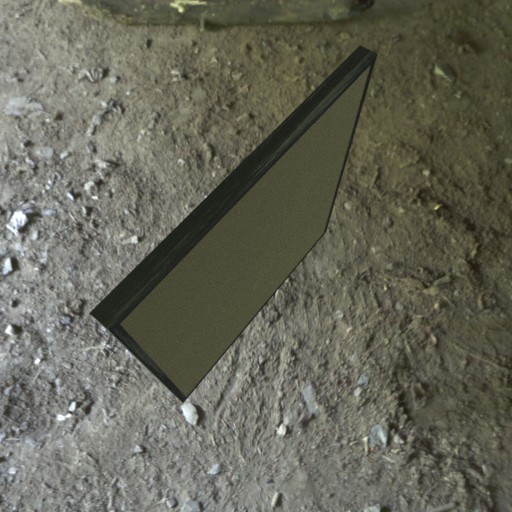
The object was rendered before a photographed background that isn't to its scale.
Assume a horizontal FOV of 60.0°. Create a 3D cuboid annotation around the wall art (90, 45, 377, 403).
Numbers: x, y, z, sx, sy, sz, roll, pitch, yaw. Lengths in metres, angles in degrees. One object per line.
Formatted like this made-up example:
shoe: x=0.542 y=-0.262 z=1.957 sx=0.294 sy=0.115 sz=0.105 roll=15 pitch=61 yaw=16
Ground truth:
wall art: x=0.000 y=0.000 z=1.142 sx=0.043 sy=0.758 sz=0.762 roll=36 pitch=69 yaw=16
